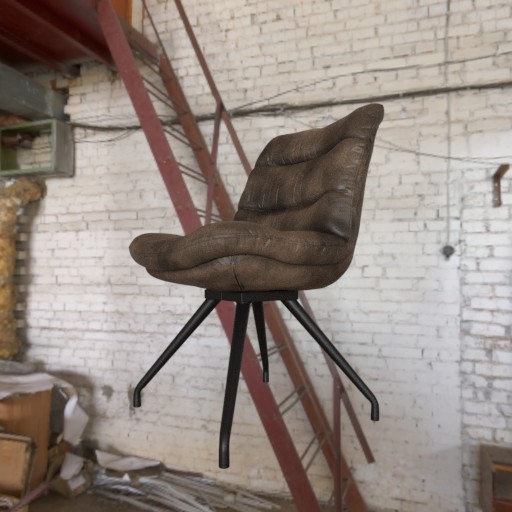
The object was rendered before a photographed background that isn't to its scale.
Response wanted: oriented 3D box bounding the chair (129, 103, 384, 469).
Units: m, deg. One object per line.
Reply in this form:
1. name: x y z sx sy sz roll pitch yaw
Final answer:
1. chair: 0.000 0.000 1.250 0.622 0.870 0.549 1 -2 -36
